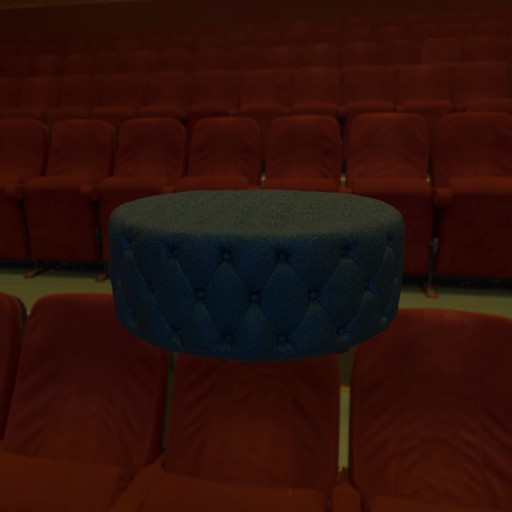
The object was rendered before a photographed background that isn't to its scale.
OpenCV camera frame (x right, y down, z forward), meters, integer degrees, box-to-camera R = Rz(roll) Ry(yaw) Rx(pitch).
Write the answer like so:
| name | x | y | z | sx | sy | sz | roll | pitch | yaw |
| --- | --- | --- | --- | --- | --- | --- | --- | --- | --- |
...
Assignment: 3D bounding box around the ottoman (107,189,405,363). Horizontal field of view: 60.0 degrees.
| name | x | y | z | sx | sy | sz | roll | pitch | yaw |
| --- | --- | --- | --- | --- | --- | --- | --- | --- | --- |
| ottoman | 0.000 | 0.000 | 1.557 | 0.998 | 0.398 | 0.998 | 0 | 14 | 0 |
